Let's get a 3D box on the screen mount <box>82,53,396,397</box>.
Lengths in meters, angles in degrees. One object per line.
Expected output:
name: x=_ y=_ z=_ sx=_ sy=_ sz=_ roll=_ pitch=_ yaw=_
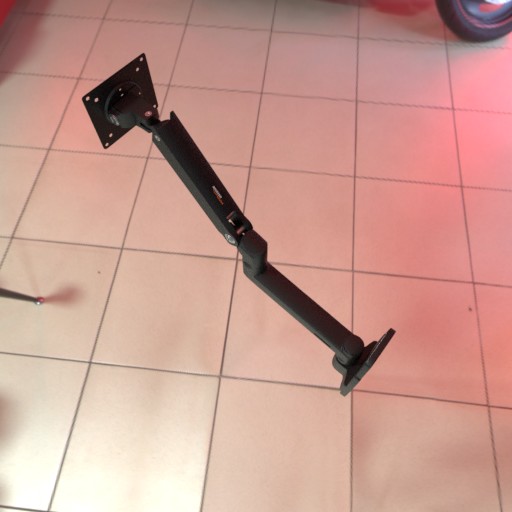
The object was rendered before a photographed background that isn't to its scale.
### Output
screen mount: x=0.000 y=0.000 z=0.733 sx=0.495 sy=0.466 sz=0.115 roll=36 pitch=68 yaw=17
